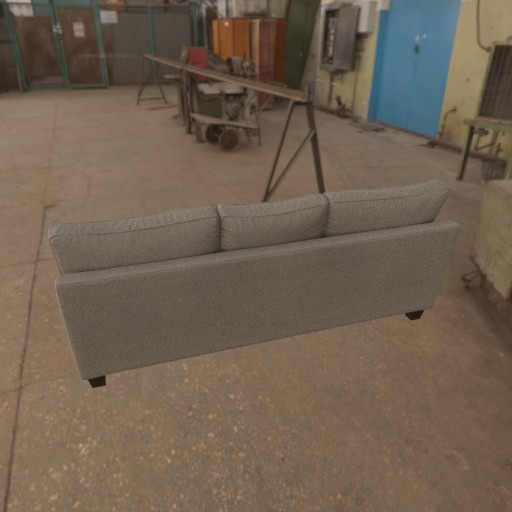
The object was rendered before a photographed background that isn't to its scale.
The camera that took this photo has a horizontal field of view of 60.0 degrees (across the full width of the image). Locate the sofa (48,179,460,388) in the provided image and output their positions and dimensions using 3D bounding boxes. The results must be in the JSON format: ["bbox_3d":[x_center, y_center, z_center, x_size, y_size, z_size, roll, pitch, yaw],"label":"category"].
[{"bbox_3d":[0.000,0.000,2.906,2.323,0.991,1.016,-8,28,-16],"label":"sofa"}]
